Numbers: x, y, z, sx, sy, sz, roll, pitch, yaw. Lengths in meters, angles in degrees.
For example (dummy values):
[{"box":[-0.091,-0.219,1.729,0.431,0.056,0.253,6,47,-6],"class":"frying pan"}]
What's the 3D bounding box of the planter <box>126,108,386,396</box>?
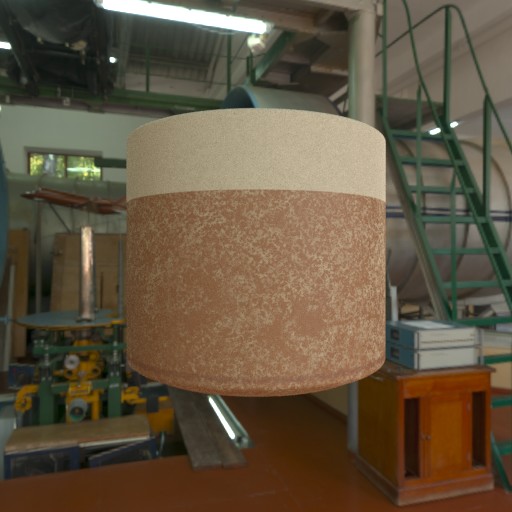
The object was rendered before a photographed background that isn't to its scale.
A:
[{"box":[0.000,0.000,0.283,0.159,0.138,0.159,0,0,0],"class":"planter"}]
